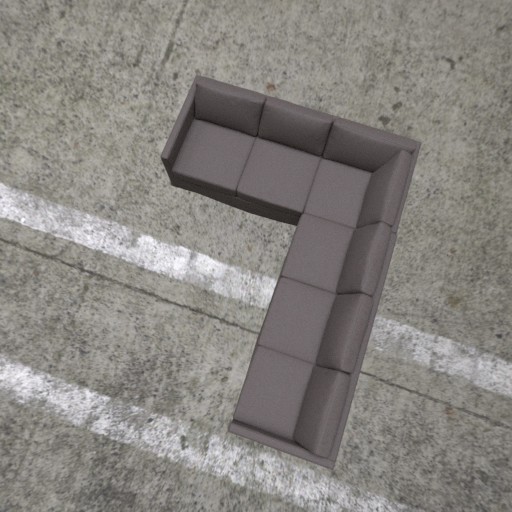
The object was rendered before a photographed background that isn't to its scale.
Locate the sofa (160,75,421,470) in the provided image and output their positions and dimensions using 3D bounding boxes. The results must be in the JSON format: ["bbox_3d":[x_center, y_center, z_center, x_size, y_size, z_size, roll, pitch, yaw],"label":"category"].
[{"bbox_3d":[0.000,0.000,4.357,2.432,0.871,3.182,18,76,5],"label":"sofa"}]
